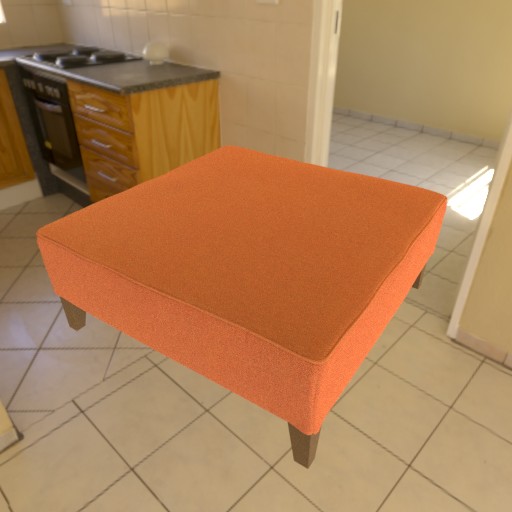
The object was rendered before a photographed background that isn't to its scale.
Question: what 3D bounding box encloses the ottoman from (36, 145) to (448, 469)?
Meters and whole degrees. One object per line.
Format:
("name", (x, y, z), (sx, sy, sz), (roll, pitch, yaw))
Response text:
("ottoman", (0.000, 0.000, 1.543), (0.997, 0.438, 0.999), (20, 38, 28))
